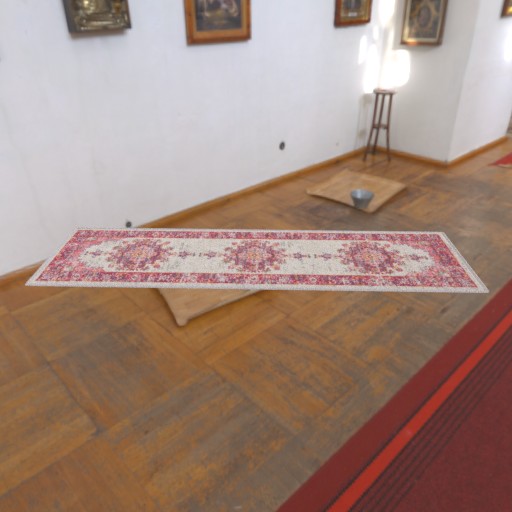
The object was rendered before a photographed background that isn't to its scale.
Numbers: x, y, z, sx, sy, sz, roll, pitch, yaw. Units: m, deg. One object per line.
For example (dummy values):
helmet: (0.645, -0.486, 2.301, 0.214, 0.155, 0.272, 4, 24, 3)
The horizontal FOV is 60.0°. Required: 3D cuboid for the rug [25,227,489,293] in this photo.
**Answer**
rug: (0.000, 0.000, 2.470, 2.294, 0.011, 0.666, 1, 29, 1)
